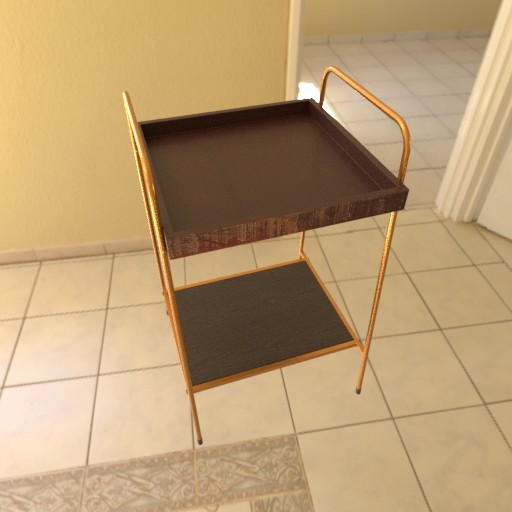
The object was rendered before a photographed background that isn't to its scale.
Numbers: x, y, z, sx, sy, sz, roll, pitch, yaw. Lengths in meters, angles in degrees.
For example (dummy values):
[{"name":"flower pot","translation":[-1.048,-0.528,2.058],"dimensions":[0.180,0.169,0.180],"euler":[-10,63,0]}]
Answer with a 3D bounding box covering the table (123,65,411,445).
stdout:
[{"name":"table","translation":[0.000,0.000,1.002],"dimensions":[0.430,0.710,0.430],"euler":[-13,44,-14]}]
